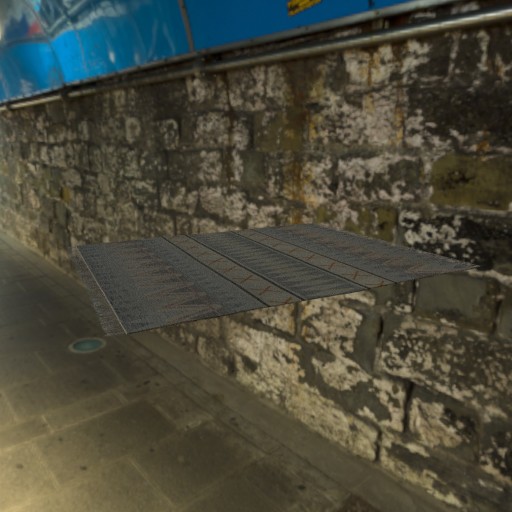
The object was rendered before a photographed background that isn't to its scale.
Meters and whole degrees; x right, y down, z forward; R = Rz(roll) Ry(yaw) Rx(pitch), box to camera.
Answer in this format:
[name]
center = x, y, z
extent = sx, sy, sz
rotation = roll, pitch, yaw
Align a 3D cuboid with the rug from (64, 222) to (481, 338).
[rug]
center = 0.000, 0.000, 3.973
extent = 3.000, 0.012, 2.371
rotation = -7, 16, -27
